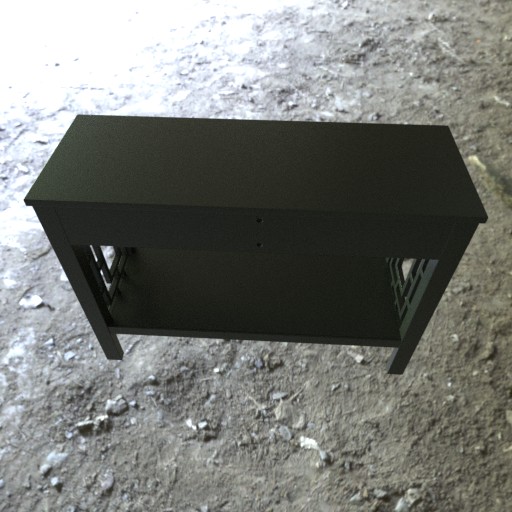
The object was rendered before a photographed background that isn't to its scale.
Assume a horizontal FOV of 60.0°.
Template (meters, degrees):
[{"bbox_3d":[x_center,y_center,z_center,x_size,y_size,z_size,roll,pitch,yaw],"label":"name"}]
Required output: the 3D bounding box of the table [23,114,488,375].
[{"bbox_3d":[0.000,0.000,1.425,1.068,0.753,0.397,2,48,2],"label":"table"}]
